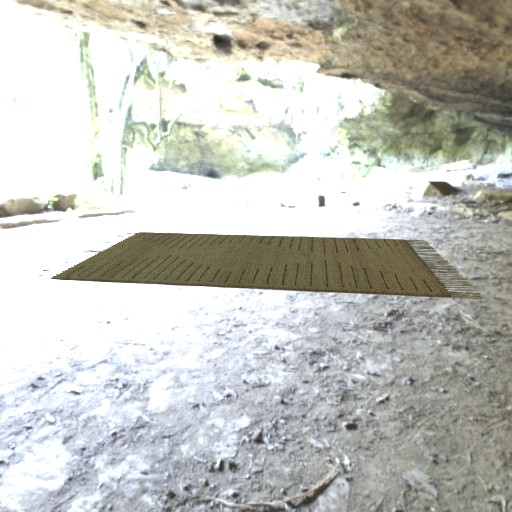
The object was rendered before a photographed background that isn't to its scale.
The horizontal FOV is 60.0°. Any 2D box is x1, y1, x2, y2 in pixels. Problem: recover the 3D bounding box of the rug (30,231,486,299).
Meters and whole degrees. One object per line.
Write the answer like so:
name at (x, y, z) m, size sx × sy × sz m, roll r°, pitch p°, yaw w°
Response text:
rug at (0.000, 0.000, 2.044) m, size 1.718 × 0.017 × 0.905 m, roll 2°, pitch 15°, yaw 8°
